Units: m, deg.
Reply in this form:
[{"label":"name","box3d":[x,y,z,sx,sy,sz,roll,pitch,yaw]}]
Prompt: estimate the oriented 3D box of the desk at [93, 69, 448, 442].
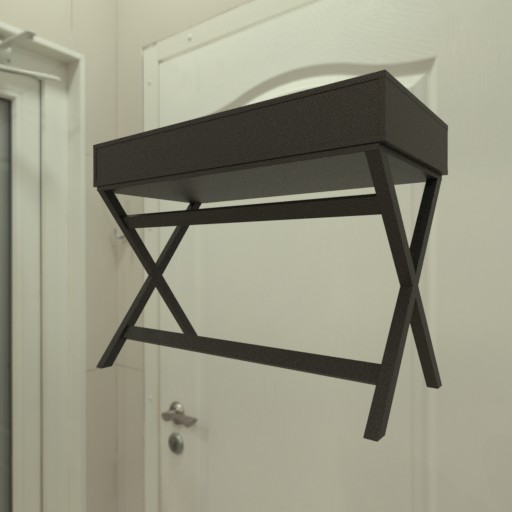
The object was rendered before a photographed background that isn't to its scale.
[{"label":"desk","box3d":[0.000,0.000,1.443,1.057,0.780,0.504,0,0,37]}]
